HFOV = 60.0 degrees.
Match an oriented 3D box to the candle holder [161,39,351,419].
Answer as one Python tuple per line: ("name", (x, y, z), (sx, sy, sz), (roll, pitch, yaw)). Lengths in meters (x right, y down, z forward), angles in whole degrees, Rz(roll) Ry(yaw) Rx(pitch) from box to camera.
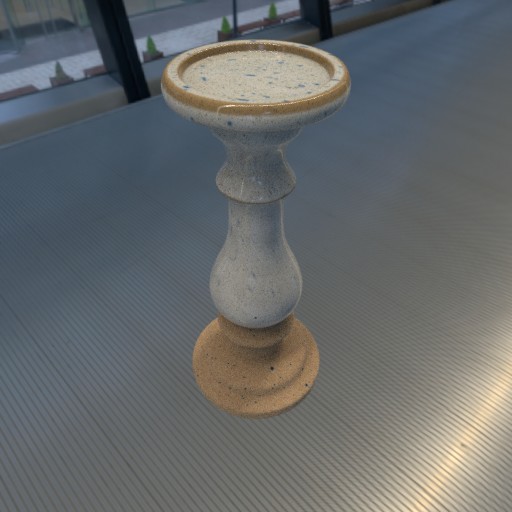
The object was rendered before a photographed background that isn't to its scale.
("candle holder", (0.000, 0.000, 0.244), (0.088, 0.203, 0.088), (0, 42, 0))
